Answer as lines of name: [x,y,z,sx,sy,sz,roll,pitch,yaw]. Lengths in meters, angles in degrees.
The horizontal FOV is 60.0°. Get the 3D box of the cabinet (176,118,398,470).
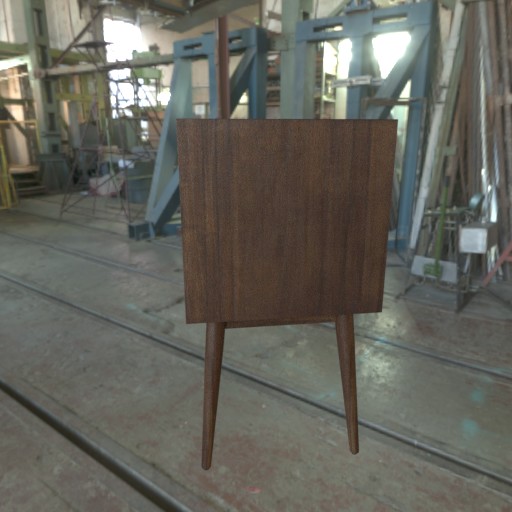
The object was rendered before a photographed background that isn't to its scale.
cabinet: [0.000,0.000,1.133,0.354,0.654,0.743,-2,16,-8]
